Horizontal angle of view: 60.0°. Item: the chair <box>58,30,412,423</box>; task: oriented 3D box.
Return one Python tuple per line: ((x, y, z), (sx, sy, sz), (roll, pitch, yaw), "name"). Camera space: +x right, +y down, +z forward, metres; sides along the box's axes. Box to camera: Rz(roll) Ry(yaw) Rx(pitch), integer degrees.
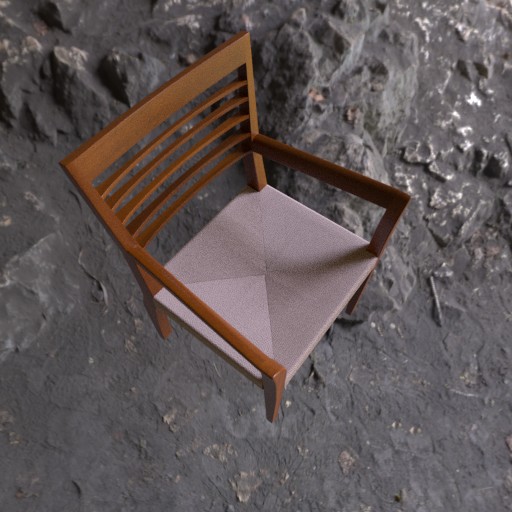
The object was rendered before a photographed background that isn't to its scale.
((0.000, 0.000, 1.227), (0.540, 0.855, 0.587), (33, 64, 19), "chair")
